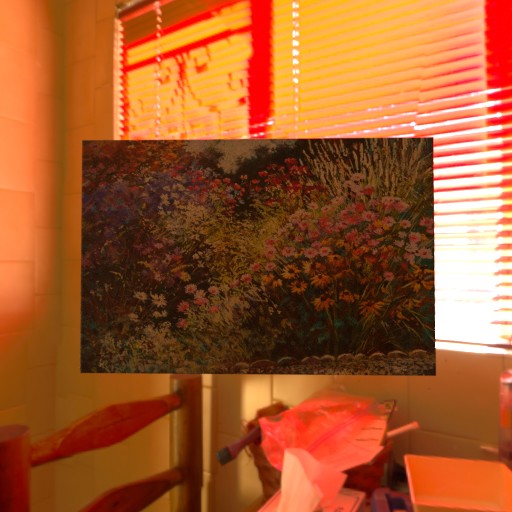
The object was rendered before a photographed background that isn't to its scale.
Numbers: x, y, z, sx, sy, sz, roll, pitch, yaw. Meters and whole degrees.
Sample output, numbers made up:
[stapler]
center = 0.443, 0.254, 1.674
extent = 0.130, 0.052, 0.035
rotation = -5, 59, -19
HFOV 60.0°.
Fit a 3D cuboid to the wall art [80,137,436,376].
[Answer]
[wall art]
center = 0.000, 0.000, 0.782
extent = 0.610, 0.406, 0.037
rotation = 0, -1, 2
